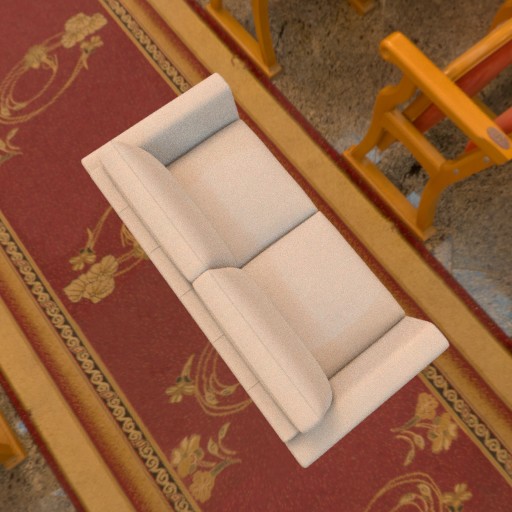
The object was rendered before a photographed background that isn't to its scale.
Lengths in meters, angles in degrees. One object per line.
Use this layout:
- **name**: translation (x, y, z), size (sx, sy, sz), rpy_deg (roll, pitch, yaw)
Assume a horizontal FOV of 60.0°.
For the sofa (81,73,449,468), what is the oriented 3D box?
- **sofa**: translation (0.000, 0.000, 2.508), size (0.953, 0.875, 2.017), rpy_deg (-36, 78, -9)
